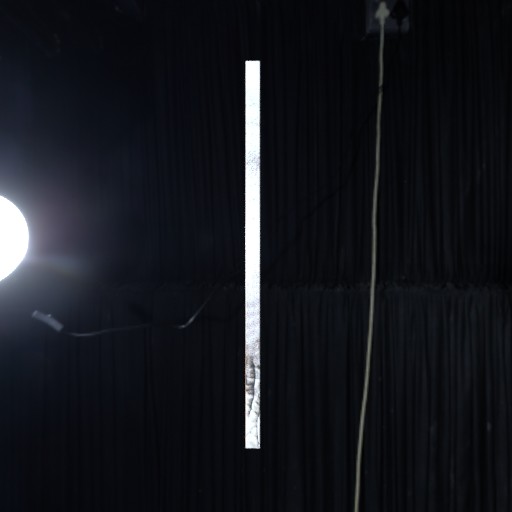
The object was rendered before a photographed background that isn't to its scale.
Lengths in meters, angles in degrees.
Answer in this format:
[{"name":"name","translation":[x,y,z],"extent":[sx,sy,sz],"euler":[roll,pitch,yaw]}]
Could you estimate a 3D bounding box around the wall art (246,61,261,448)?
[{"name":"wall art","translation":[0.000,0.000,1.151],"extent":[0.023,0.607,0.914],"euler":[0,0,1]}]
